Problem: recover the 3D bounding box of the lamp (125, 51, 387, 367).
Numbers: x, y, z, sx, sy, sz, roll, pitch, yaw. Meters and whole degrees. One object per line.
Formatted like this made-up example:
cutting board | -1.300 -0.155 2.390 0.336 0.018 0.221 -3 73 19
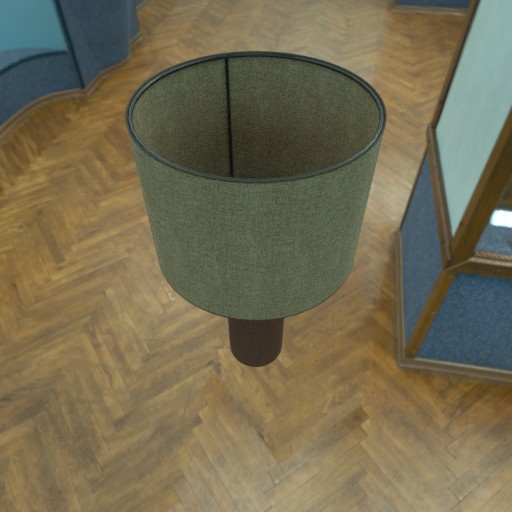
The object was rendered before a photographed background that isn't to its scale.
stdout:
lamp | 0.000 0.000 0.476 0.202 0.350 0.202 0 47 0
